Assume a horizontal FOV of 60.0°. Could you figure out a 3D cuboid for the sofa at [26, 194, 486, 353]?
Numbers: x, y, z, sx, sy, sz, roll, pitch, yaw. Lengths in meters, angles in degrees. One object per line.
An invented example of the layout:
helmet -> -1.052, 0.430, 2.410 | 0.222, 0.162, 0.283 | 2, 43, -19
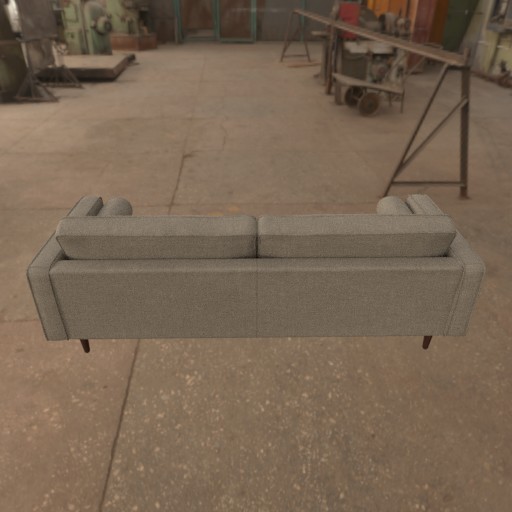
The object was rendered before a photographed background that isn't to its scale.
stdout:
sofa -> 0.000, 0.000, 2.556 | 2.211, 0.762, 0.914 | 0, 31, -1
